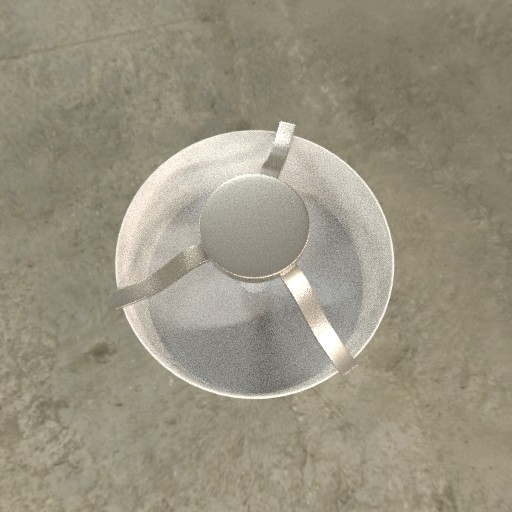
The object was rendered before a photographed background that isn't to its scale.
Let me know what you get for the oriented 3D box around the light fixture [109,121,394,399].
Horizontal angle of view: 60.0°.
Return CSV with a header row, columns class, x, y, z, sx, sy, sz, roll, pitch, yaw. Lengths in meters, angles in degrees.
class,x,y,z,sx,sy,sz,roll,pitch,yaw
light fixture,0.000,0.000,0.646,0.395,0.304,0.395,0,74,0
